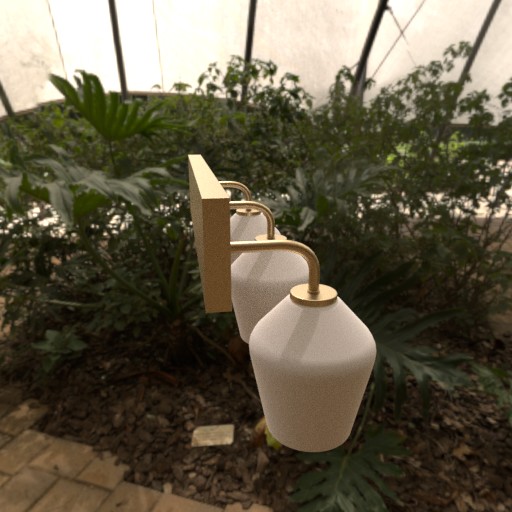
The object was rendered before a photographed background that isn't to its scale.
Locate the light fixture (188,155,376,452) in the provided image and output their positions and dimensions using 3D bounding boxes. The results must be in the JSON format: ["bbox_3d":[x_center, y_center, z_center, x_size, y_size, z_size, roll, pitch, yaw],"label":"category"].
[{"bbox_3d":[0.000,0.000,0.708,0.190,0.280,0.609,-3,17,-9],"label":"light fixture"}]
